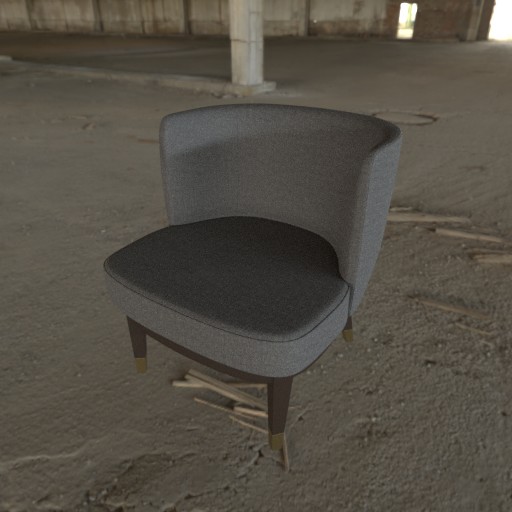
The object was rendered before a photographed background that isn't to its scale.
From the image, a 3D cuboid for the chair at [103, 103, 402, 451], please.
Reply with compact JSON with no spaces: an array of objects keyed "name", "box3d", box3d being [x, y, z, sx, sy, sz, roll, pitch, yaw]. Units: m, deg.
[{"name":"chair","box3d":[0.000,0.000,1.238,0.639,0.695,0.698,18,34,30]}]
